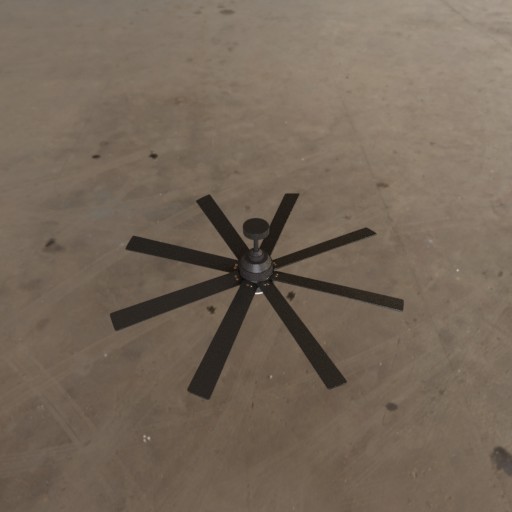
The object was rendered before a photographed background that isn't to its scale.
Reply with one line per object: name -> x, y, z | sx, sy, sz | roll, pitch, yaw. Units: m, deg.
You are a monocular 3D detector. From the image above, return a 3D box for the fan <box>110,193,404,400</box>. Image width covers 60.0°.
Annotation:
fan -> 0.000, 0.000, 2.729 | 1.830, 0.472, 1.830 | 13, 44, 13
